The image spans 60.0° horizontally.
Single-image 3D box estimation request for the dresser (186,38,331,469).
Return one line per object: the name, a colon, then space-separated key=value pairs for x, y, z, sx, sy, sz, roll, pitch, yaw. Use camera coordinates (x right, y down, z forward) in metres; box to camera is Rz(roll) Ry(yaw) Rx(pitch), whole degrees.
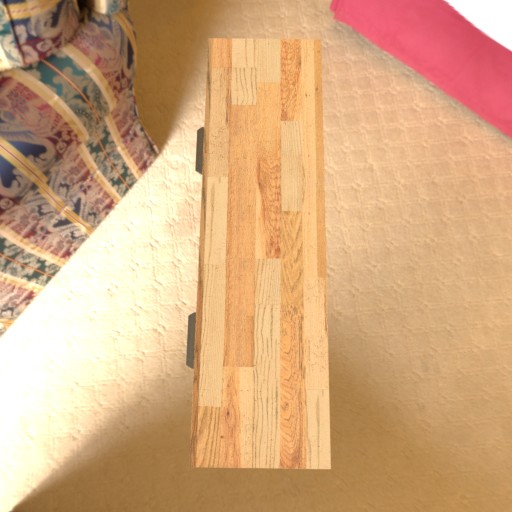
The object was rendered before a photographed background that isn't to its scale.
dresser: x=0.000 y=0.000 z=1.960 sx=0.487 sy=0.834 sz=1.547 roll=1 pitch=77 yaw=0
